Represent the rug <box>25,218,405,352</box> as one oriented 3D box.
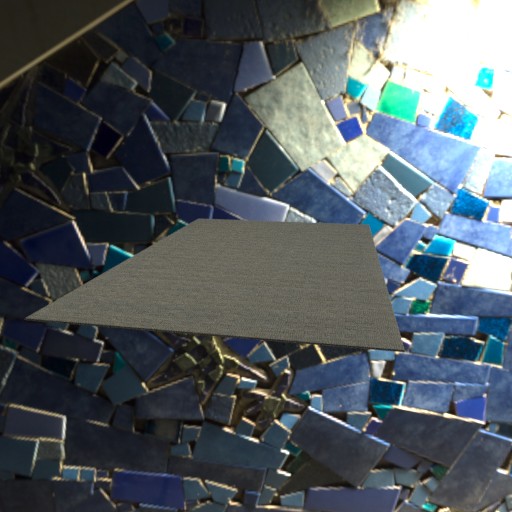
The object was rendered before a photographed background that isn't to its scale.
[{"bbox_3d":[0.000,0.000,2.115,1.142,0.006,1.752,3,16,10],"label":"rug"}]
